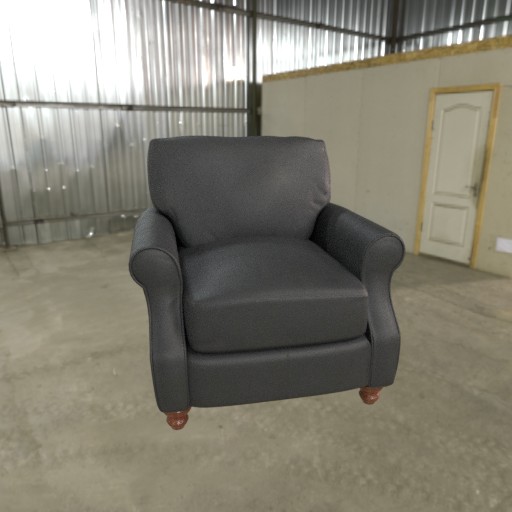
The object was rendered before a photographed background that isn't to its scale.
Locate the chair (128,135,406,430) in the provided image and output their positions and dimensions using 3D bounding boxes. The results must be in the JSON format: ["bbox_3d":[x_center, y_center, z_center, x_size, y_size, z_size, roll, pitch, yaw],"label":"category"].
[{"bbox_3d":[0.000,0.000,1.850,1.015,0.960,1.027,-2,17,-6],"label":"chair"}]
